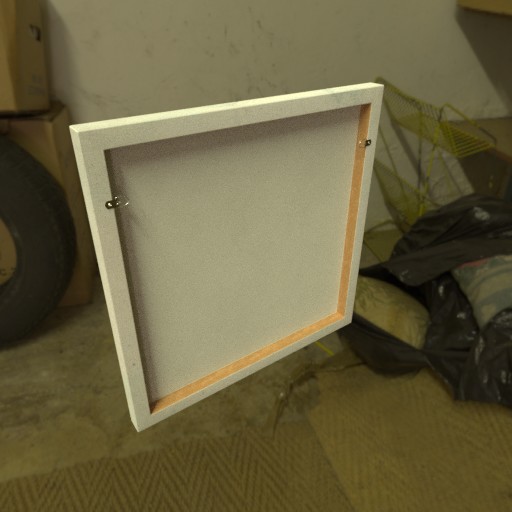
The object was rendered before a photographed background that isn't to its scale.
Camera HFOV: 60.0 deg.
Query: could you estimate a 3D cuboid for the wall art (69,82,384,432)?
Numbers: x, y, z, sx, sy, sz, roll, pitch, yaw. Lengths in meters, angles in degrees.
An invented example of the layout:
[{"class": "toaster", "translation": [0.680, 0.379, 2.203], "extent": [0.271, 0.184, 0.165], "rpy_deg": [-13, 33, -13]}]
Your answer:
[{"class": "wall art", "translation": [0.000, 0.000, 0.911], "extent": [0.612, 0.612, 0.040], "rpy_deg": [-20, 36, -30]}]
